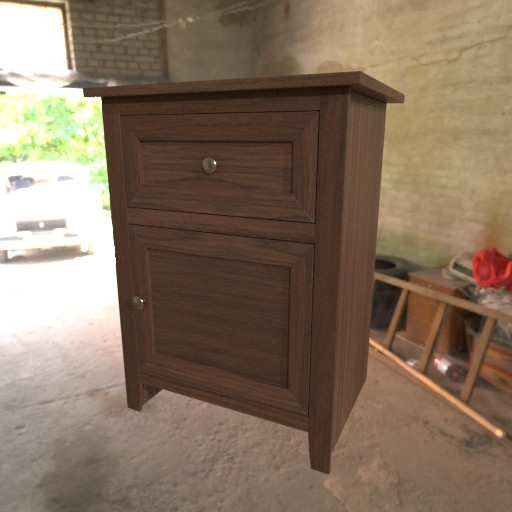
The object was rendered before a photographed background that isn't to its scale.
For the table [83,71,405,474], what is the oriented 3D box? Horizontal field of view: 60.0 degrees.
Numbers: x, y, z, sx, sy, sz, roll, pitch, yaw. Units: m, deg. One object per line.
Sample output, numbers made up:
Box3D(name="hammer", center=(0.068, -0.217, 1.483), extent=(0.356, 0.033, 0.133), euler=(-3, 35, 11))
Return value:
Box3D(name="table", center=(0.000, 0.000, 0.910), extent=(0.480, 0.636, 0.381), euler=(7, 17, 25))
